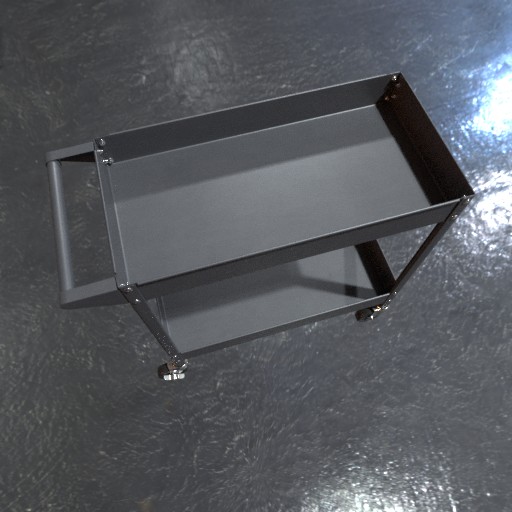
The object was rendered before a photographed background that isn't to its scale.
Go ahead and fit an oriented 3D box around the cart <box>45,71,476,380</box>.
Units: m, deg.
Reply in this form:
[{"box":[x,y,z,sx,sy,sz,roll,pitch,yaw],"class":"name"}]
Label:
[{"box":[0.000,0.000,1.164,0.779,0.719,0.366,-15,65,-7],"class":"cart"}]
